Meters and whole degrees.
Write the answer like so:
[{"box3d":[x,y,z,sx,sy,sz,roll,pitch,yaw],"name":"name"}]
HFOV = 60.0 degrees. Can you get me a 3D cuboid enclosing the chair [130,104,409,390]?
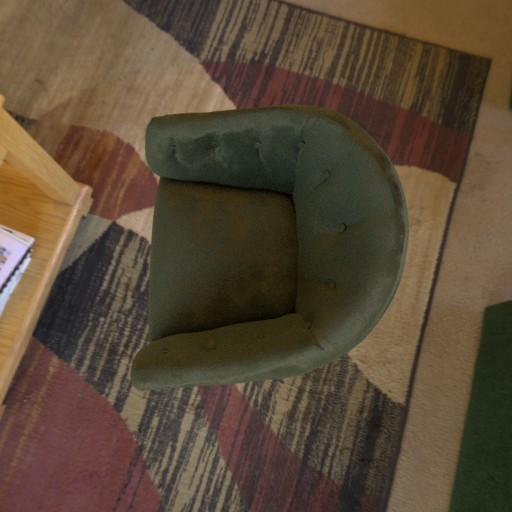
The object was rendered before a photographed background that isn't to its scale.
[{"box3d":[0.000,0.000,1.497,0.776,0.885,0.851,0,76,0],"name":"chair"}]
